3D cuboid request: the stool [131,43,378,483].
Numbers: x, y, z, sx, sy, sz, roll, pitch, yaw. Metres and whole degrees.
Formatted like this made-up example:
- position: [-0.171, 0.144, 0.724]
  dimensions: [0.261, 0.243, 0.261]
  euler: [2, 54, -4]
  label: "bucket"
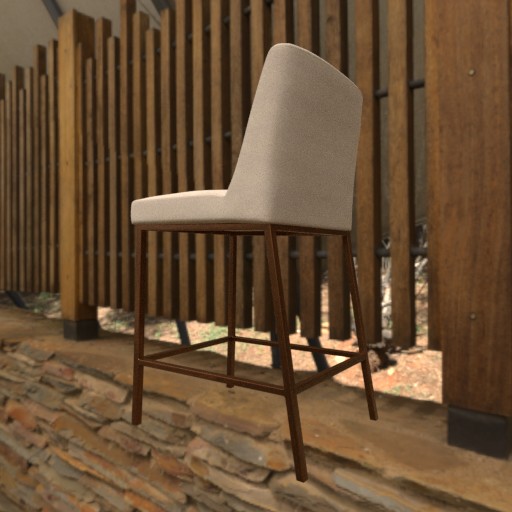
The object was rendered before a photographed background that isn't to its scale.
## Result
- position: [0.000, 0.000, 1.303]
  dimensions: [0.576, 0.973, 0.507]
  euler: [0, 0, 35]
  label: "stool"
